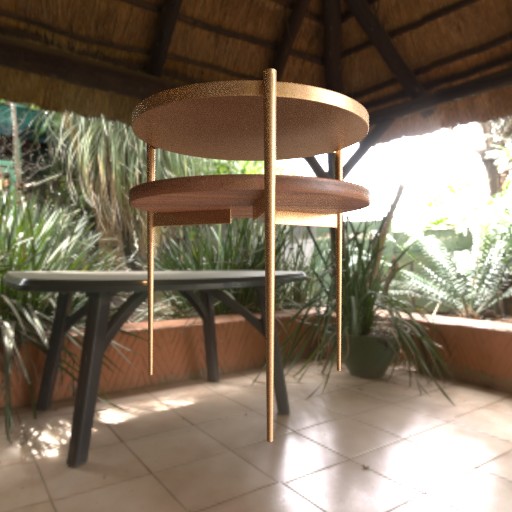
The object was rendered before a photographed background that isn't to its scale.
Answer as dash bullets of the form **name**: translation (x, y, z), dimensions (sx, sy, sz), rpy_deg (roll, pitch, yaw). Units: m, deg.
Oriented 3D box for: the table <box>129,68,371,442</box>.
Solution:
- **table**: translation (0.000, 0.000, 0.825), dimensions (0.456, 0.493, 0.430), rpy_deg (0, 0, -36)
